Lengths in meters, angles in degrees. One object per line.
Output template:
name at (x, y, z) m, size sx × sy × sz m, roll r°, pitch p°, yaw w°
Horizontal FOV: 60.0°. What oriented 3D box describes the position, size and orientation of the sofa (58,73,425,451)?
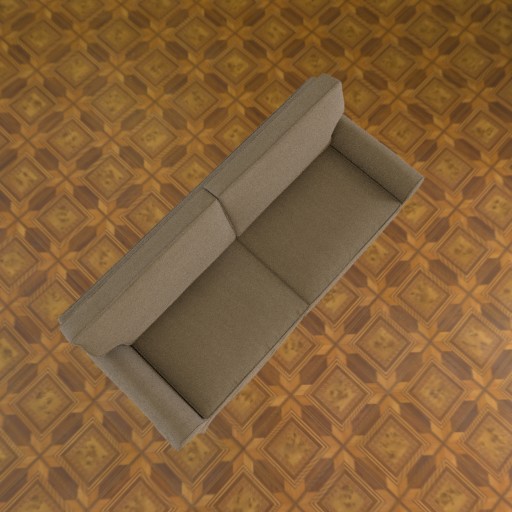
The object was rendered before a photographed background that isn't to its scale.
sofa at (0.000, 0.000, 2.792) m, size 0.991 × 0.943 × 2.248 m, roll 42°, pitch 79°, yaw 10°
